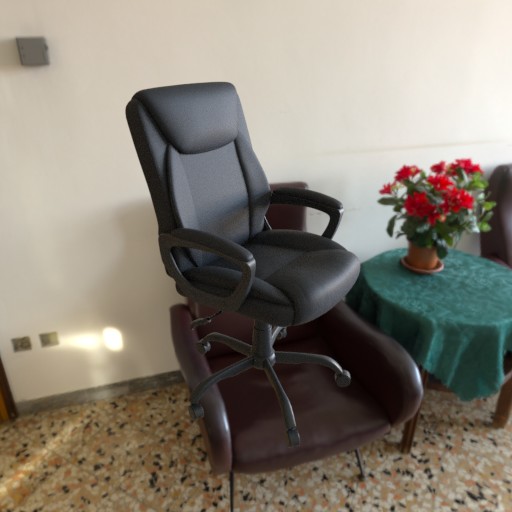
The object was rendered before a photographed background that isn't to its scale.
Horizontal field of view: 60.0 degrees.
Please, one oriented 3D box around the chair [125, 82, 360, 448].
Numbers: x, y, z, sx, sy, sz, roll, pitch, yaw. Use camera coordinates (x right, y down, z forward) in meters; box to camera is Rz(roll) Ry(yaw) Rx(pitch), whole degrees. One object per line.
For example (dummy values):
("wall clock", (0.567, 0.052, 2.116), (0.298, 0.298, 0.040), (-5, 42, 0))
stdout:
("chair", (0.000, 0.000, 1.508), (0.655, 1.072, 0.615), (18, 31, 33))
